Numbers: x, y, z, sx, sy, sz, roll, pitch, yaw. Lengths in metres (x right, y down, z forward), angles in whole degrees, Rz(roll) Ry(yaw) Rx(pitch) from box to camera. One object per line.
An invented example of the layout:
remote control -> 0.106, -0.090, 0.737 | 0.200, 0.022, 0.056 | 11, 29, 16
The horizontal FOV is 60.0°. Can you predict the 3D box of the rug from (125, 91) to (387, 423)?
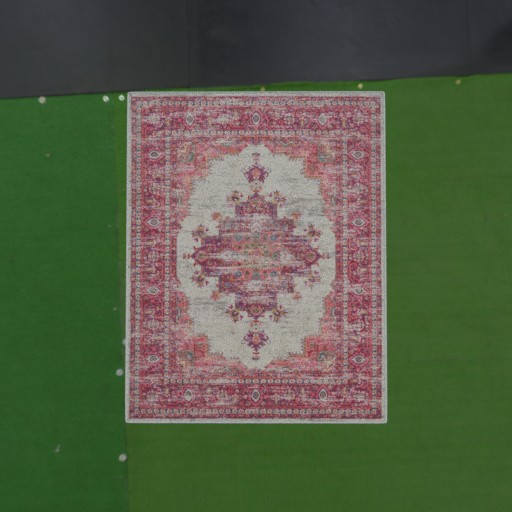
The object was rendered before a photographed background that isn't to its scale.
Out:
rug -> 0.000, 0.000, 4.171 | 2.447, 0.017, 3.123 | 0, 89, 0
